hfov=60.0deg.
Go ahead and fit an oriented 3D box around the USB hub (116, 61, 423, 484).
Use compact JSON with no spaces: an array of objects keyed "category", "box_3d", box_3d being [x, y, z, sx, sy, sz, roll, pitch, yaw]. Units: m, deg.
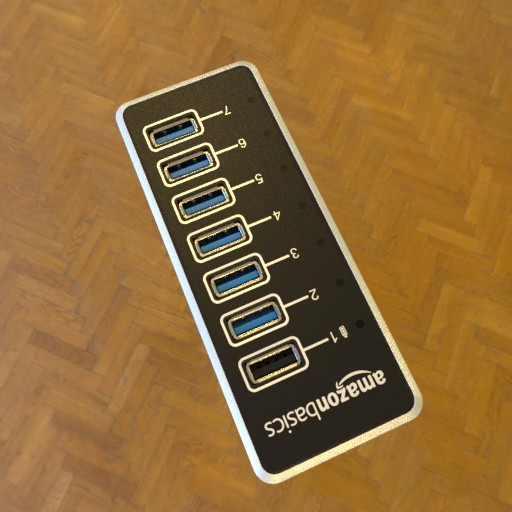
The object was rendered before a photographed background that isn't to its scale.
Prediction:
[{"category":"USB hub","box_3d":[0.000,0.000,0.128,0.044,0.023,0.110,-23,76,-6]}]
